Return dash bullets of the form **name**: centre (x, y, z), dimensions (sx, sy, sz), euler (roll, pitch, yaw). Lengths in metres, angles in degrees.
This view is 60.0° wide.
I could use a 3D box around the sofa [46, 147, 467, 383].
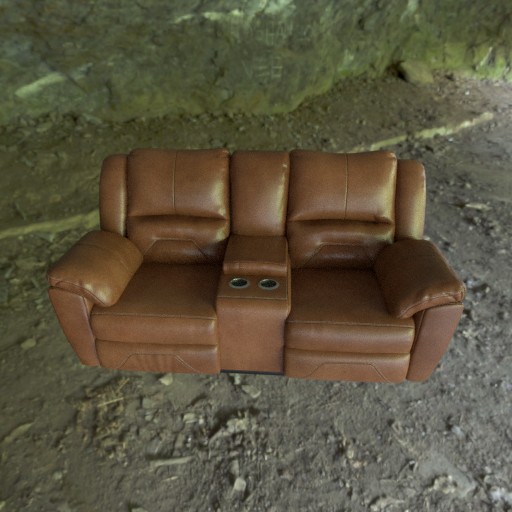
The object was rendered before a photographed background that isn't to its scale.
- **sofa**: centre (0.000, 0.000, 2.550), dimensions (2.058, 1.043, 0.991), euler (2, 29, 3)
